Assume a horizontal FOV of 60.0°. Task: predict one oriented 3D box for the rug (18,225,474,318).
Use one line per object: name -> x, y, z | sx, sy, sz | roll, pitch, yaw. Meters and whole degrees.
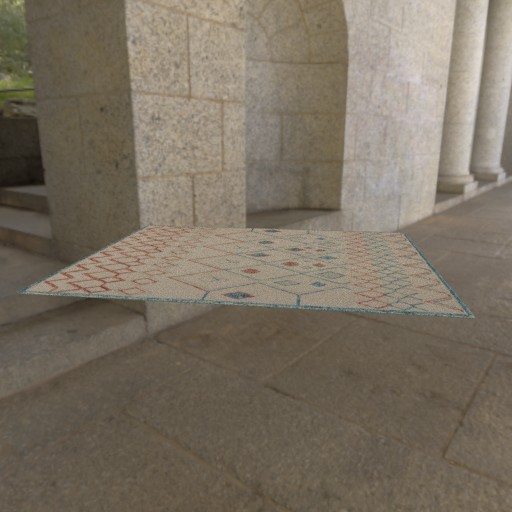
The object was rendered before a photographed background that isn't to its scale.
rug -> 0.000, 0.000, 4.074 | 3.050, 0.016, 2.441 | 2, 15, 8
